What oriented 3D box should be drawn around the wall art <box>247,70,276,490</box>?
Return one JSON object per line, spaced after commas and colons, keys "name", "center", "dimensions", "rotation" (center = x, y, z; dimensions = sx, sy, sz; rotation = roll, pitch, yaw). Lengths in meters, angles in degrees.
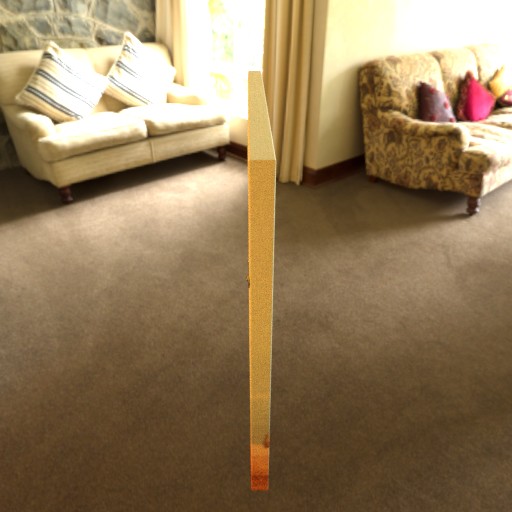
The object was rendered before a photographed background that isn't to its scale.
{"name": "wall art", "center": [0.000, 0.000, 0.889], "dimensions": [0.034, 0.605, 0.605], "rotation": [0, 31, -1]}
